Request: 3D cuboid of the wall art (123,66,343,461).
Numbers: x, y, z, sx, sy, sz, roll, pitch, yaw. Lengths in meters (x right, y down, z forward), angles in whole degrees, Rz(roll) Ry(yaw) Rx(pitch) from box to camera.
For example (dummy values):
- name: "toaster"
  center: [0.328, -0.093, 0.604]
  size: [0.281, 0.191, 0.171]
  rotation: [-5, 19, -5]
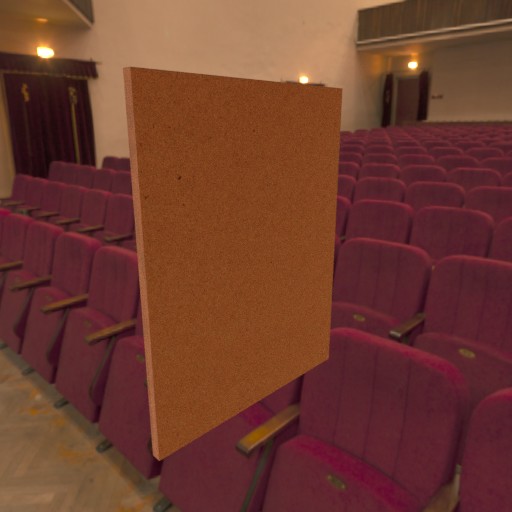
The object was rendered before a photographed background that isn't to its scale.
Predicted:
- name: "wall art"
  center: [0.000, 0.000, 0.829]
  size: [0.020, 0.613, 0.481]
  rotation: [15, 22, 42]
